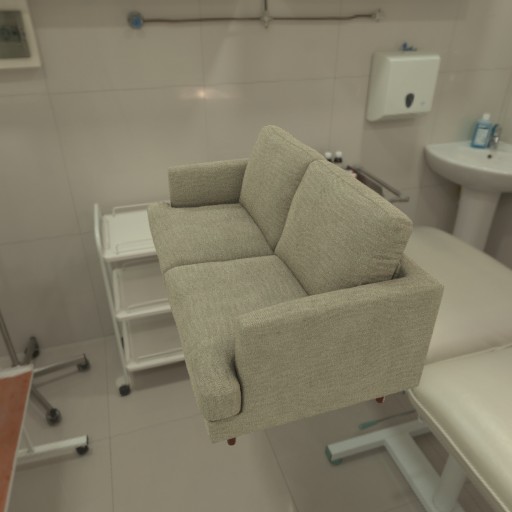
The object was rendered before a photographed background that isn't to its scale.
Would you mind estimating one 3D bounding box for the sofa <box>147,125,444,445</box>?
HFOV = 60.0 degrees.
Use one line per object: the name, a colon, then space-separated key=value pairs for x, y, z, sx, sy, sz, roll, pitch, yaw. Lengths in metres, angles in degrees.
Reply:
sofa: x=0.000 y=0.000 z=2.170 sx=0.903 sy=0.944 sz=1.582 roll=-10 pitch=32 yaw=-16
